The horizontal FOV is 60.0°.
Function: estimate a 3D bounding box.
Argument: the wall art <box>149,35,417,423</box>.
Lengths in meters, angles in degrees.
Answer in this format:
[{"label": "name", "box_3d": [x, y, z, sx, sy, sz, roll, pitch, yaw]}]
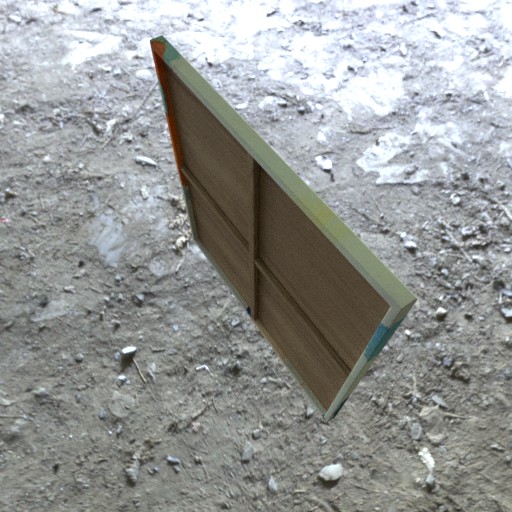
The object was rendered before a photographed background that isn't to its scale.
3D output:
[{"label": "wall art", "box_3d": [0.000, 0.000, 1.476, 0.044, 1.017, 1.017, -30, 63, -17]}]
